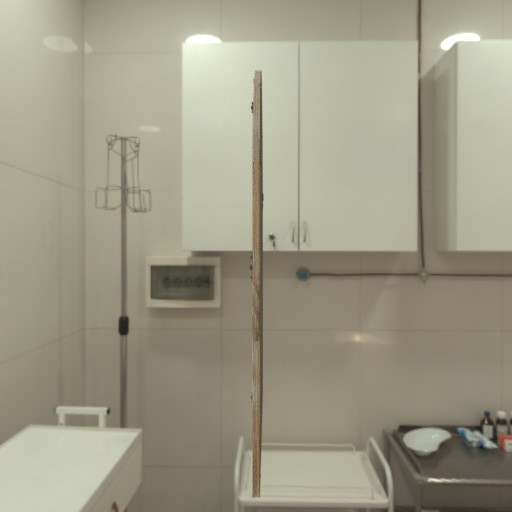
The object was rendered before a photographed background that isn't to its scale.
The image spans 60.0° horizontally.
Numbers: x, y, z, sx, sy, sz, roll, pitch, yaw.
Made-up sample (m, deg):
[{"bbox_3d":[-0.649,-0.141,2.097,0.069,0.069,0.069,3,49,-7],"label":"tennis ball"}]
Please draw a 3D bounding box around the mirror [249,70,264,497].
[{"bbox_3d":[0.000,0.000,1.146,0.032,0.915,0.609,0,0,1],"label":"mirror"}]
